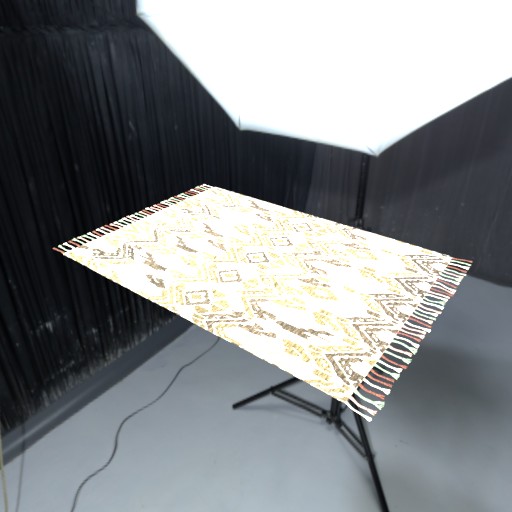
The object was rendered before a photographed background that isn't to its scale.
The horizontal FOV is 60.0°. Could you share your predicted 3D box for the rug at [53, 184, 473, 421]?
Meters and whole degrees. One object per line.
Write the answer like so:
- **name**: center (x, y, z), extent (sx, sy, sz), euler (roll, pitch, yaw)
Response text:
- **rug**: center (0.000, 0.000, 2.276), extent (1.829, 0.008, 1.219), euler (21, 36, 31)
